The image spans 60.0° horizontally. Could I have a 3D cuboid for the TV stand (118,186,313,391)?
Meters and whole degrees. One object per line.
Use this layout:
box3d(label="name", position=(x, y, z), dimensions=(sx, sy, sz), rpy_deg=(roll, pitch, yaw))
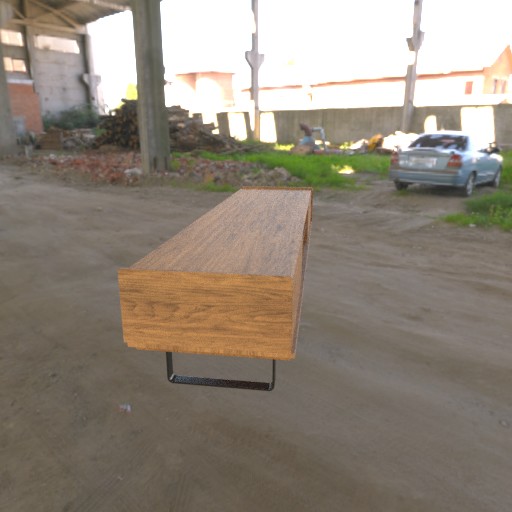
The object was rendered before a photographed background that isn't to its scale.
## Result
box3d(label="TV stand", position=(0.000, 0.000, 2.033), dimensions=(0.467, 0.415, 1.796), rpy_deg=(2, 16, 8))
